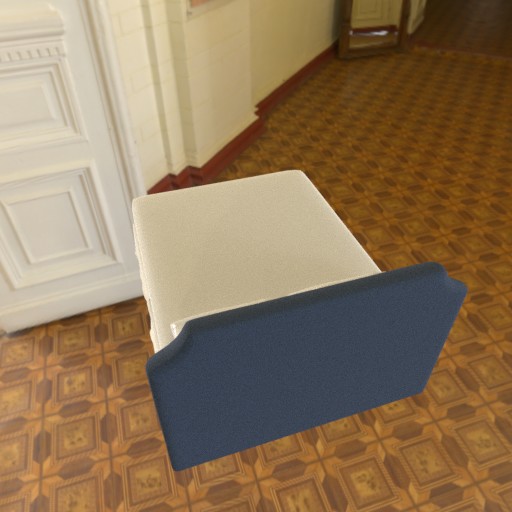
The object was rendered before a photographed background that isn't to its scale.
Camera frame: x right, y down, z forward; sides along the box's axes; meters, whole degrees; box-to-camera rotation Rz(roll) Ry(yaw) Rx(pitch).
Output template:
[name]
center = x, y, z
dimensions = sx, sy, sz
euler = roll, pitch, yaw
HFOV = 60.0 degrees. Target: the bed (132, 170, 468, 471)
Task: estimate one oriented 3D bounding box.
[bed]
center = 0.000, 0.000, 3.370
dimensions = 1.831, 1.297, 2.260
euler = -12, 43, -14
